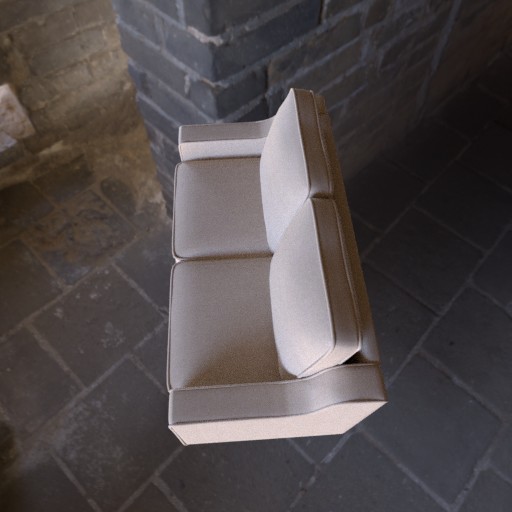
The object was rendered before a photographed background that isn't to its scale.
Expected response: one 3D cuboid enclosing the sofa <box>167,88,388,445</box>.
[{"bbox_3d":[0.000,0.000,3.533,1.351,1.562,2.587,-3,59,-2],"label":"sofa"}]
